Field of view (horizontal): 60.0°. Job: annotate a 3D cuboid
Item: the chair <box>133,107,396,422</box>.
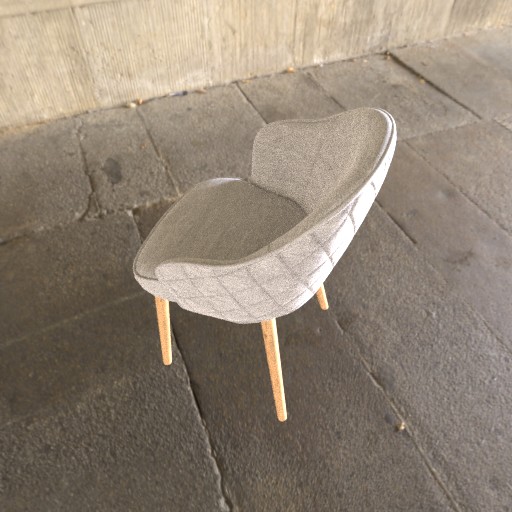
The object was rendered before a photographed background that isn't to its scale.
[{"bbox_3d":[0.000,0.000,1.140,0.530,0.800,0.540,17,50,15],"label":"chair"}]
